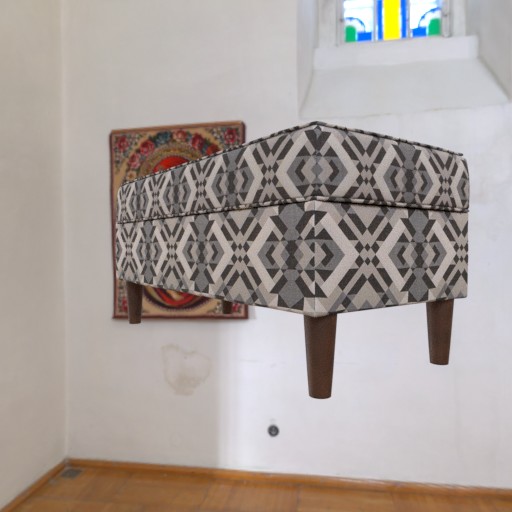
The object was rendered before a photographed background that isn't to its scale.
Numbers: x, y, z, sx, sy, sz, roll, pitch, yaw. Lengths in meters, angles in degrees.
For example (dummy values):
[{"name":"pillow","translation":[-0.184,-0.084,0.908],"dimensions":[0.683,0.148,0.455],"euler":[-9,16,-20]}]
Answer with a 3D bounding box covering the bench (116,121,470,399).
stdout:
[{"name":"bench","translation":[0.000,0.000,1.268],"dimensions":[0.492,0.477,1.016],"euler":[-1,2,-36]}]
